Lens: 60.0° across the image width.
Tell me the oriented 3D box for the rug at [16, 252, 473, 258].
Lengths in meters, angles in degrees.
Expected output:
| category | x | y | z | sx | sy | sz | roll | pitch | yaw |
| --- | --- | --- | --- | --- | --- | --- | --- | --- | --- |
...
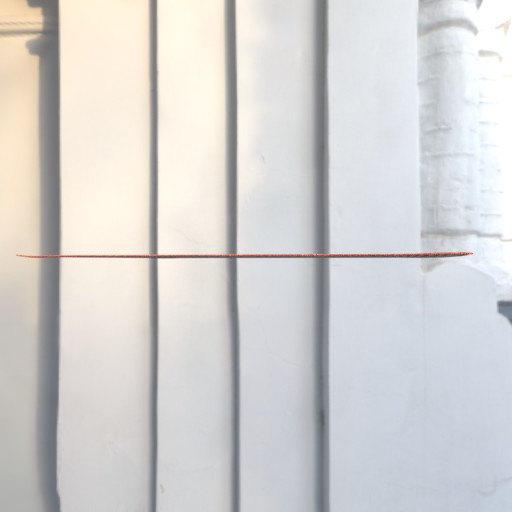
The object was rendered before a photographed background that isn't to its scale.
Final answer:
| category | x | y | z | sx | sy | sz | roll | pitch | yaw |
| --- | --- | --- | --- | --- | --- | --- | --- | --- | --- |
| rug | 0.000 | 0.000 | 2.787 | 2.286 | 0.026 | 1.521 | 0 | -1 | 19 |
